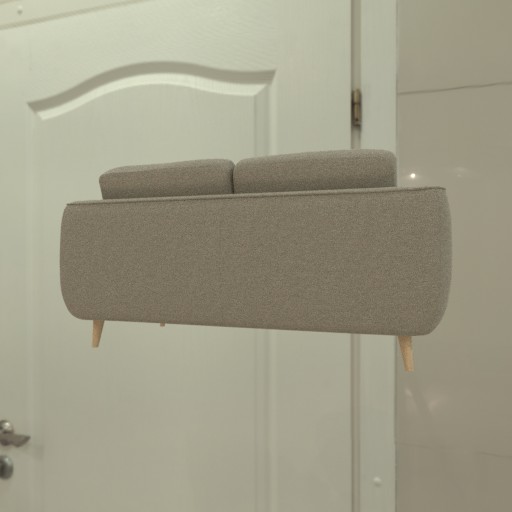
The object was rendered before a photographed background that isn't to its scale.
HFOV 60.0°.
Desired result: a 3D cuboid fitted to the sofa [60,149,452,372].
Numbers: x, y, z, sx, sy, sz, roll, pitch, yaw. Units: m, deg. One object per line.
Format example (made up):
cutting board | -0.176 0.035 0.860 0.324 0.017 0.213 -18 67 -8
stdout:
sofa | 0.000 0.000 2.154 1.700 0.850 0.920 0 0 18
